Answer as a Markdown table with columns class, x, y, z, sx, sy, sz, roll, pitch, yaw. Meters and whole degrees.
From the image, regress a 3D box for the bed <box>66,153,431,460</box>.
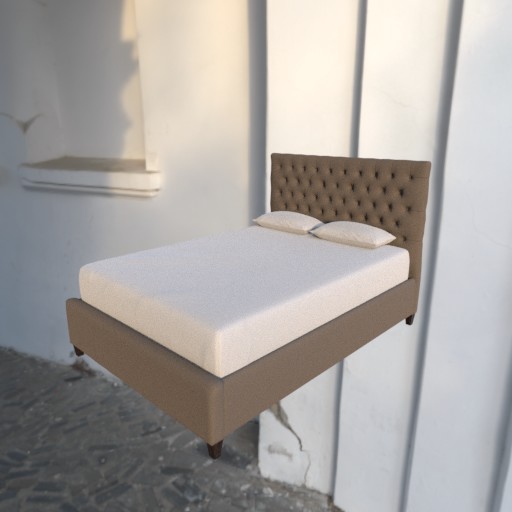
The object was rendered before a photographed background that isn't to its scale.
| class | x | y | z | sx | sy | sz | roll | pitch | yaw |
| --- | --- | --- | --- | --- | --- | --- | --- | --- | --- |
| bed | 0.000 | 0.000 | 3.483 | 1.698 | 1.427 | 2.387 | 15 | 22 | 42 |
